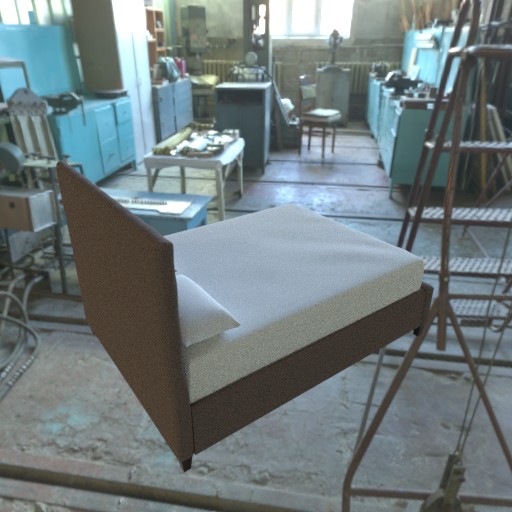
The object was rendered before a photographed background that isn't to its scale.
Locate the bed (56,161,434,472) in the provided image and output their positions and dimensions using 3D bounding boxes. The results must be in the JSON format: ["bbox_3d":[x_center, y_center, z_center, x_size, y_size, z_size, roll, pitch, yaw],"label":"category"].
[{"bbox_3d":[0.000,0.000,3.337,2.233,1.426,1.696,-18,32,-32],"label":"bed"}]
